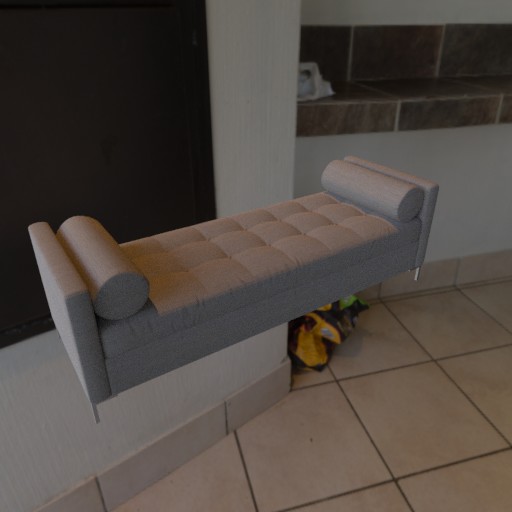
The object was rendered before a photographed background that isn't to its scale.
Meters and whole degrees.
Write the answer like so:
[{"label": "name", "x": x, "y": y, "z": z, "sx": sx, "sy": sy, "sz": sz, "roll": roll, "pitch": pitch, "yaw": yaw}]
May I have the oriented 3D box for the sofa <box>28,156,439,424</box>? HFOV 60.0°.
[{"label": "sofa", "x": 0.000, "y": 0.000, "z": 2.334, "sx": 1.981, "sy": 0.635, "sz": 0.686, "roll": -18, "pitch": 33, "yaw": -29}]
